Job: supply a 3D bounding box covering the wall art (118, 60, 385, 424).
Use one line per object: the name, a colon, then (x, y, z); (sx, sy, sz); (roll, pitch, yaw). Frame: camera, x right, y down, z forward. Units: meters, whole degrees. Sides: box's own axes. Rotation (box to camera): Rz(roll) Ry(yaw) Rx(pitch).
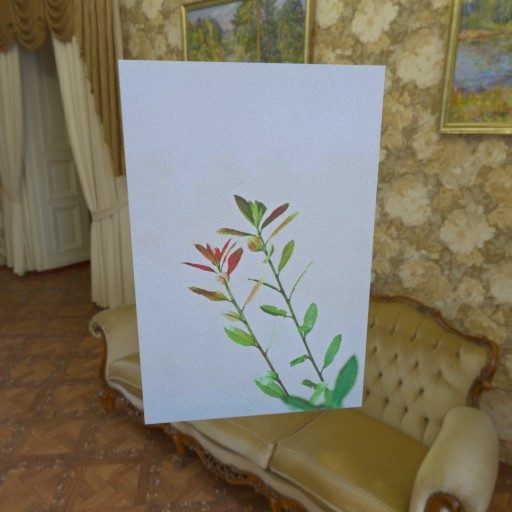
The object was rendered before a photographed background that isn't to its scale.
wall art: (0.000, 0.000, 1.421); (0.764, 1.143, 0.038); (-2, 15, -7)
